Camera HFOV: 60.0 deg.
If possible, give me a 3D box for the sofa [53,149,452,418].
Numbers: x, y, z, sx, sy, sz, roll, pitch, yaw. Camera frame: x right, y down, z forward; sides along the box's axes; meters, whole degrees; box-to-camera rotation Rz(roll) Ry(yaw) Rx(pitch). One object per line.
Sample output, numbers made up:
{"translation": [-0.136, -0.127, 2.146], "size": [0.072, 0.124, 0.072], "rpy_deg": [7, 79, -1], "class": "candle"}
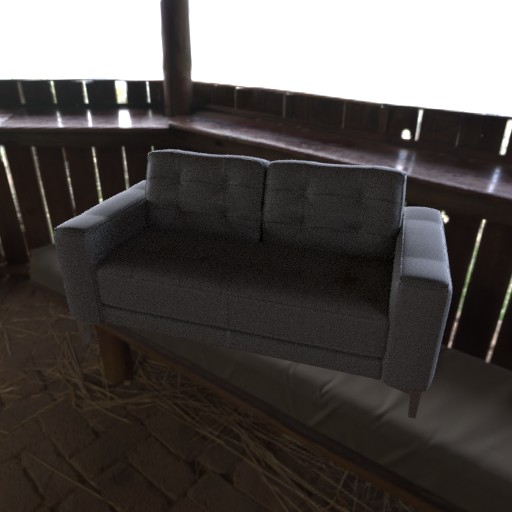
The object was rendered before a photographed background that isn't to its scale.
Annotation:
{"translation": [0.000, 0.000, 2.197], "size": [1.726, 0.892, 0.833], "rpy_deg": [8, 28, 16], "class": "sofa"}
